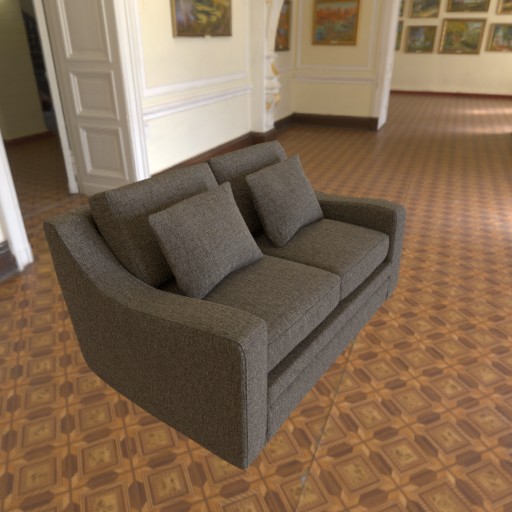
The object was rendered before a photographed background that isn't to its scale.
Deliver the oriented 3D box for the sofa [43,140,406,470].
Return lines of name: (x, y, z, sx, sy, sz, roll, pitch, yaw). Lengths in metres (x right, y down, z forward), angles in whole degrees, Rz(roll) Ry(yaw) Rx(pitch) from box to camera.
sofa: (0.000, 0.000, 2.447, 1.120, 0.991, 1.778, 18, 31, 31)
